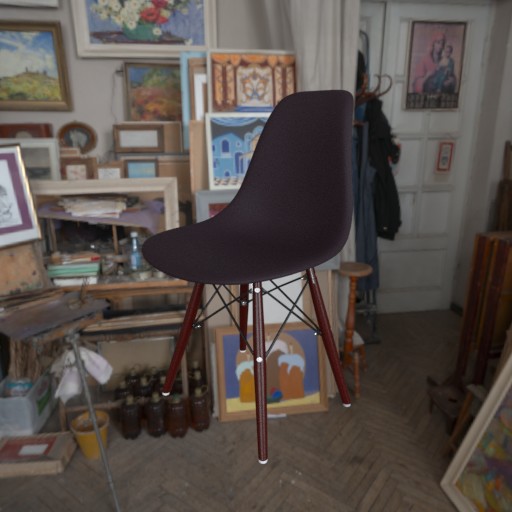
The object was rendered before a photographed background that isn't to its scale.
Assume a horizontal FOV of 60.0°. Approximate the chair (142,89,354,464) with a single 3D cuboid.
[{"bbox_3d":[0.000,0.000,1.143,0.470,0.826,0.533,15,23,41],"label":"chair"}]
